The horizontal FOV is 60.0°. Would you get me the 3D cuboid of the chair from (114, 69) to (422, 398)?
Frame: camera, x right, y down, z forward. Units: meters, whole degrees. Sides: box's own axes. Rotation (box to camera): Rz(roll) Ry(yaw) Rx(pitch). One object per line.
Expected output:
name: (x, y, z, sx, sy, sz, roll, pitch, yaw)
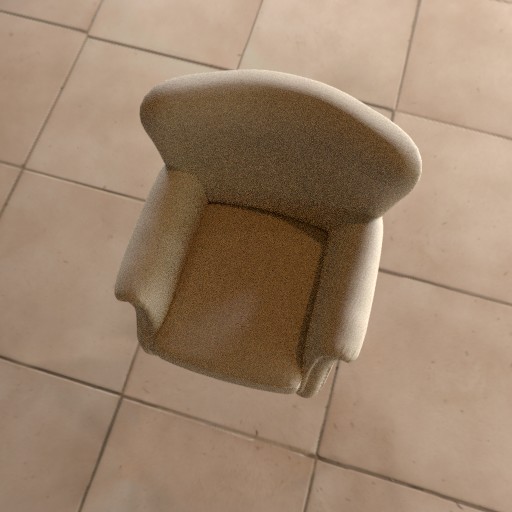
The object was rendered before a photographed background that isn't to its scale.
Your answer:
chair: (0.000, 0.000, 1.641, 0.861, 0.936, 0.921, 14, 74, 4)
